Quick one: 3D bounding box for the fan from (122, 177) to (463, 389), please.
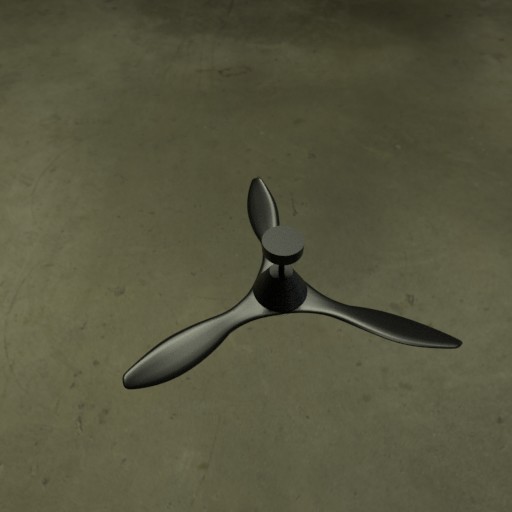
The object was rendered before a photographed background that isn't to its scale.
[{"bbox_3d":[0.000,0.000,1.600,1.067,0.305,1.067,-15,49,-13],"label":"fan"}]
